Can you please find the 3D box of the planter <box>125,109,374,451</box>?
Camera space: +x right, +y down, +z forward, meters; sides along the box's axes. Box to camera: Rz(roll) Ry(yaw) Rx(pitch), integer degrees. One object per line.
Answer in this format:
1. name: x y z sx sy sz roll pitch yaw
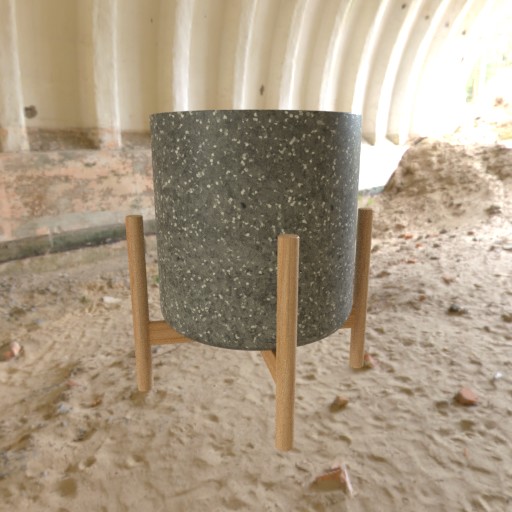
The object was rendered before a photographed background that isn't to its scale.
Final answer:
1. planter: 0.000 0.000 0.698 0.360 0.419 0.360 3 15 10
